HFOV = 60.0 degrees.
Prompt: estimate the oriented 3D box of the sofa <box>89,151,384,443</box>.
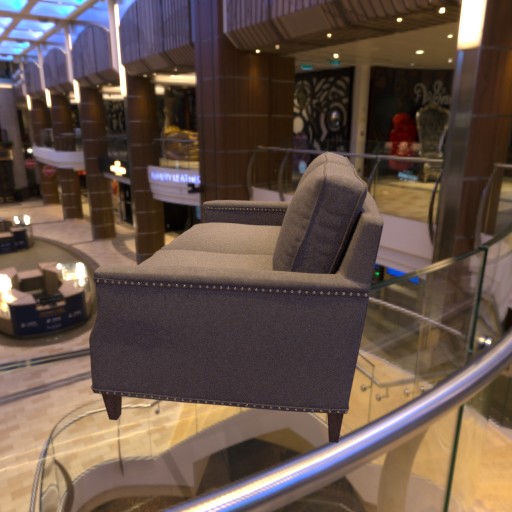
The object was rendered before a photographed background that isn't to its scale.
[{"bbox_3d":[0.000,0.000,2.299,1.084,1.003,1.597,2,17,8],"label":"sofa"}]
